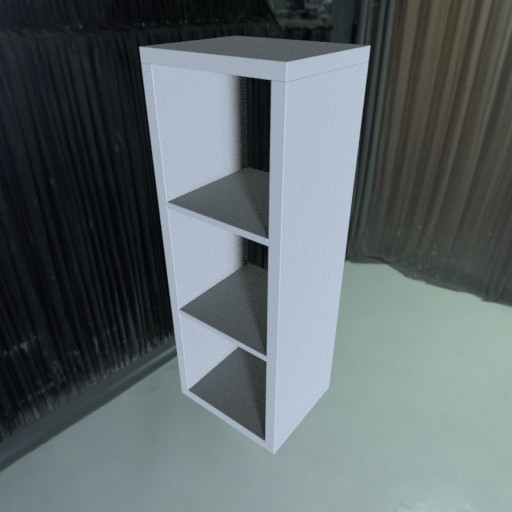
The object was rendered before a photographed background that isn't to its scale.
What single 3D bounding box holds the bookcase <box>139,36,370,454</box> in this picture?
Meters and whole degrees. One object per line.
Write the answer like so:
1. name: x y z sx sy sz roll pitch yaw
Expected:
1. bookcase: 0.000 0.000 1.255 0.390 1.080 0.330 22 37 32
